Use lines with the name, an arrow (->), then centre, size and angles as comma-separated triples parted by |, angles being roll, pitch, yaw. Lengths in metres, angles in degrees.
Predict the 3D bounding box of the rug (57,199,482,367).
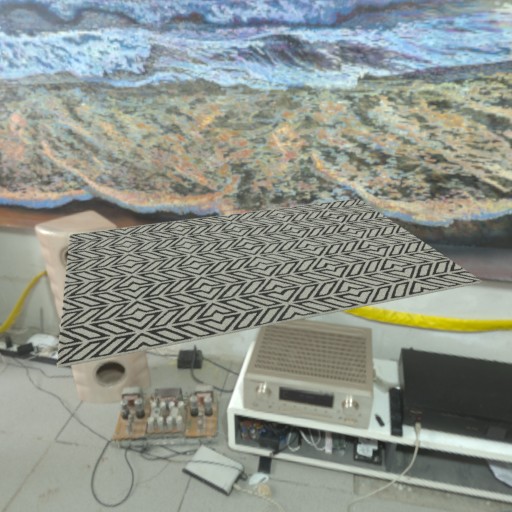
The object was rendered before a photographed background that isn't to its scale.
rug -> 0.000, 0.000, 3.020 | 2.438, 0.008, 1.523 | -9, 29, -16
